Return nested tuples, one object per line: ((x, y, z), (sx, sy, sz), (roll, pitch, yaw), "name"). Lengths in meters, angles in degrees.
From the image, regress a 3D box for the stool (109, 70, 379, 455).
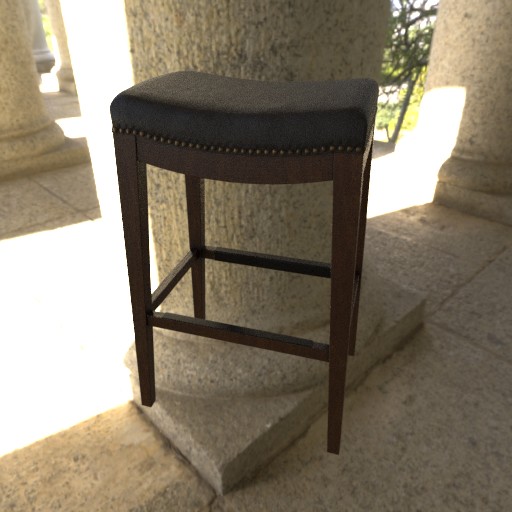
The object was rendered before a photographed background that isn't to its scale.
((0.000, 0.000, 1.027), (0.500, 0.765, 0.361), (9, 31, 14), "stool")
